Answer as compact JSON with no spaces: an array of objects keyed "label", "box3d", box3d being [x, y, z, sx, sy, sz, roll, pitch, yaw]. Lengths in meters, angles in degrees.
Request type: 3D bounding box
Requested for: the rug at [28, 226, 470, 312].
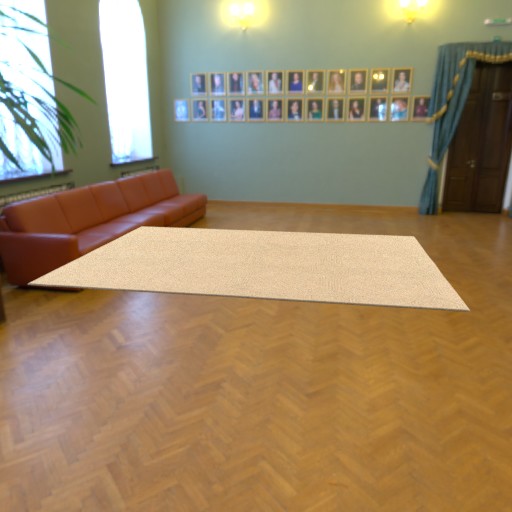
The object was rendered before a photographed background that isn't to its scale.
[{"label":"rug","box3d":[0.000,0.000,2.390,1.839,0.009,1.236,3,16,9]}]
